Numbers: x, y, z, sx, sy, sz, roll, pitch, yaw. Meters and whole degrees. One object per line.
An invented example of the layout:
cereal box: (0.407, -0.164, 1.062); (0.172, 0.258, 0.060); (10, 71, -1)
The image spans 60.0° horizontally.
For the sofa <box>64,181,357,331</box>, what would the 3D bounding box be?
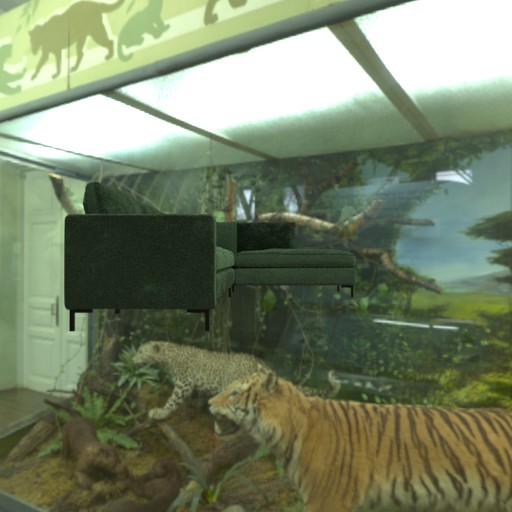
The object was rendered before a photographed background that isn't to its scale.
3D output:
sofa: (0.000, 0.000, 3.168); (1.707, 0.687, 2.486); (0, 0, 0)
